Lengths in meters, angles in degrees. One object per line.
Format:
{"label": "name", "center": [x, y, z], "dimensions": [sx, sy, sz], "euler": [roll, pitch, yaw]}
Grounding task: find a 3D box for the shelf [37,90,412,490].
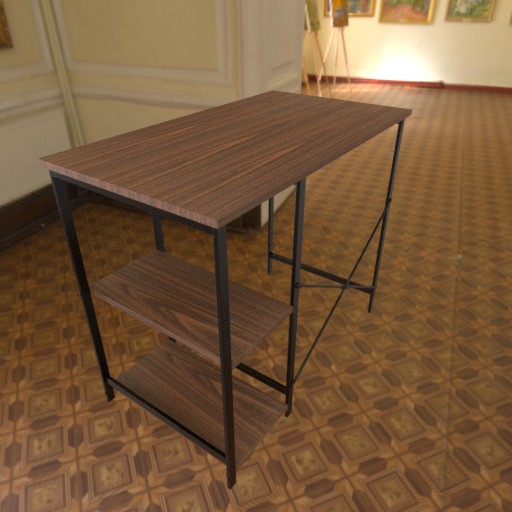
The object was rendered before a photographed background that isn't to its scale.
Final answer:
{"label": "shelf", "center": [0.000, 0.000, 1.322], "dimensions": [0.498, 0.750, 0.902], "euler": [20, 37, 30]}
